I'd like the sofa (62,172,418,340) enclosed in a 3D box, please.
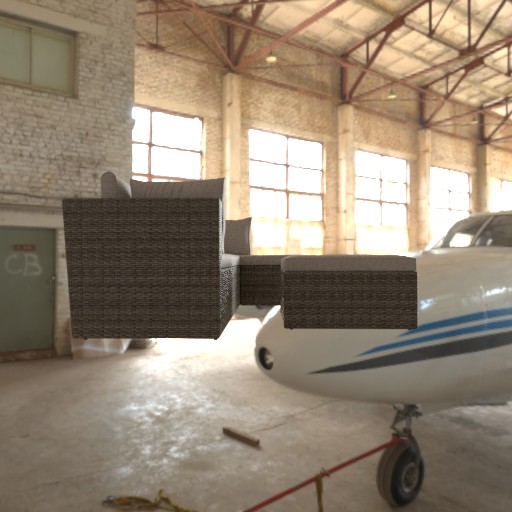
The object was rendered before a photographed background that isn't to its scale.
[{"bbox_3d":[0.000,0.000,3.018,1.662,0.766,2.192,0,0,2],"label":"sofa"}]
